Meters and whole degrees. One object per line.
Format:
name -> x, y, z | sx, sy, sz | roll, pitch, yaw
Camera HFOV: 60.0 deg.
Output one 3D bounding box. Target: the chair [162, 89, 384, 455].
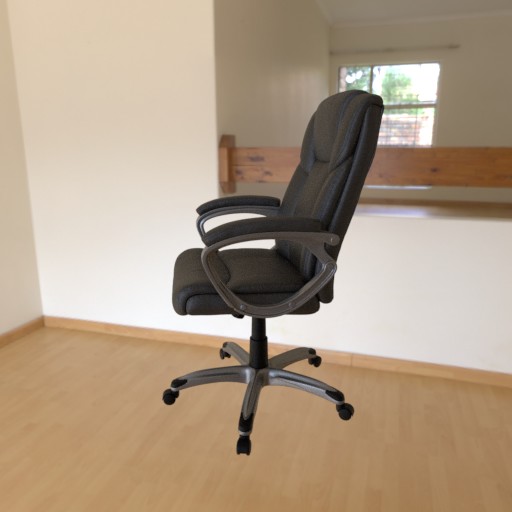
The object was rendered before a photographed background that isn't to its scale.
chair -> 0.000, 0.000, 1.607 | 0.719, 1.130, 0.721 | -2, 14, -7
